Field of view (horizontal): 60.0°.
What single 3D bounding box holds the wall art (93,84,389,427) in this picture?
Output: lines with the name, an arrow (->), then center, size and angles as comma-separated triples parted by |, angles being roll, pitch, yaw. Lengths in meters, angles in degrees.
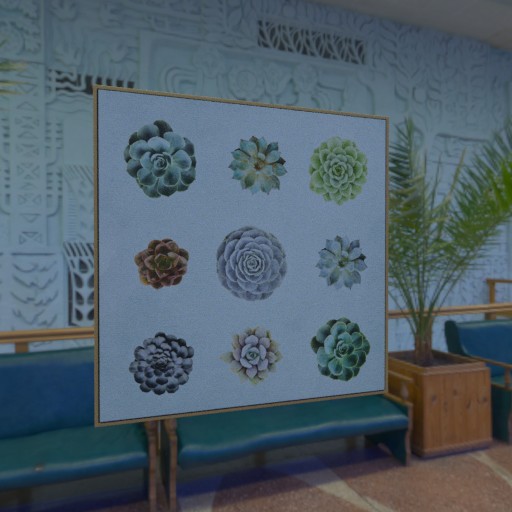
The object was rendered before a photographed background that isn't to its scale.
wall art -> 0.000, 0.000, 0.665 | 0.457, 0.455, 0.013 | 0, 1, -18
